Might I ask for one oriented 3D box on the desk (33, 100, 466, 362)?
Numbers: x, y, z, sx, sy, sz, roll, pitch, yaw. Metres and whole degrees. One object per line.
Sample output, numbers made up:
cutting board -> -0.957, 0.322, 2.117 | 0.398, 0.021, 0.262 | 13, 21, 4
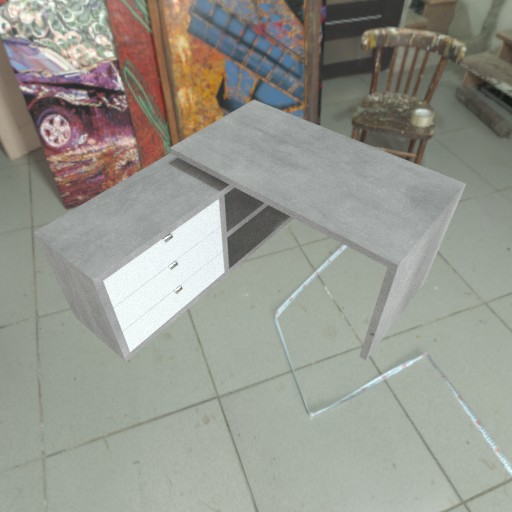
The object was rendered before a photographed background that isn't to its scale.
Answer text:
desk -> 0.000, 0.000, 2.322 | 1.400, 0.740, 1.500 | 31, 53, 26
